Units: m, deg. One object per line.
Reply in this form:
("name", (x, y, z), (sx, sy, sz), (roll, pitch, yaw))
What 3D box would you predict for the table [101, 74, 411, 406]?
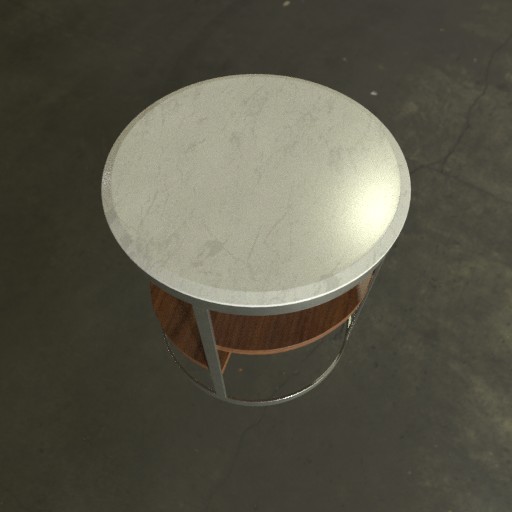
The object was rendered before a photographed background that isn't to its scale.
("table", (0.000, 0.000, 0.776), (0.407, 0.447, 0.407), (0, 57, 0))
